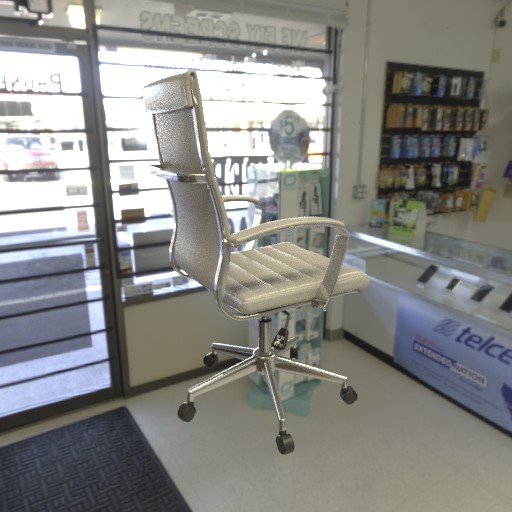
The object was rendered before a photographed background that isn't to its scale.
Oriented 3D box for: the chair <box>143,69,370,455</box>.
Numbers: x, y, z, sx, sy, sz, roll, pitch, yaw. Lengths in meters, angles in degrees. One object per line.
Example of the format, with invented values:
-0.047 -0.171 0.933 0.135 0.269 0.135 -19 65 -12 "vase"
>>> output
0.000 0.000 1.573 0.667 1.149 0.679 -8 18 -27 "chair"
